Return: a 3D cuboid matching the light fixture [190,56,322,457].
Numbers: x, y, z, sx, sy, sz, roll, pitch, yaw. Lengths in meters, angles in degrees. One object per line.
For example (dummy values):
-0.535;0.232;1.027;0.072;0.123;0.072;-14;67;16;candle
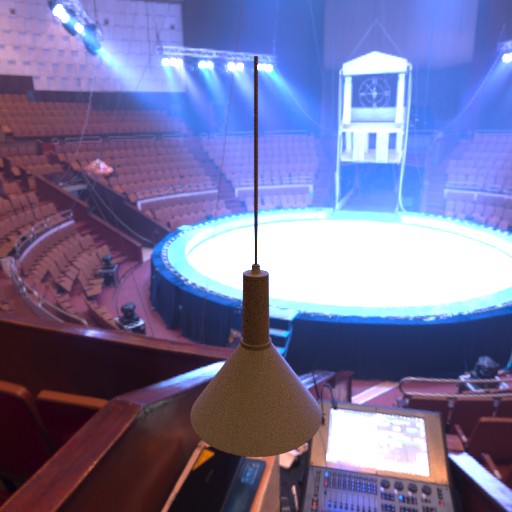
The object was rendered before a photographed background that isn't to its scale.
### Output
0.000;0.000;0.821;0.267;0.683;0.267;2;16;7;light fixture
